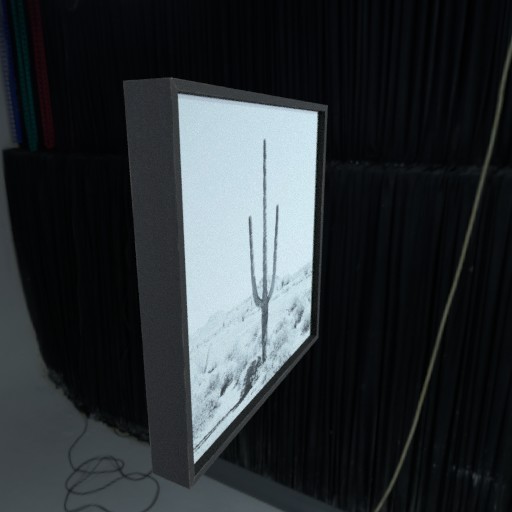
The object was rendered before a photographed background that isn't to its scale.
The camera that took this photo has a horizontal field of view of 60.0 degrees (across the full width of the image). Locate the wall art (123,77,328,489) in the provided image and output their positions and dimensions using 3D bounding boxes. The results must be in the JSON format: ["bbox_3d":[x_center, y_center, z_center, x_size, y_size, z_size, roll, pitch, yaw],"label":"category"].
[{"bbox_3d":[0.000,0.000,0.450,0.038,0.305,0.305,8,17,26],"label":"wall art"}]
